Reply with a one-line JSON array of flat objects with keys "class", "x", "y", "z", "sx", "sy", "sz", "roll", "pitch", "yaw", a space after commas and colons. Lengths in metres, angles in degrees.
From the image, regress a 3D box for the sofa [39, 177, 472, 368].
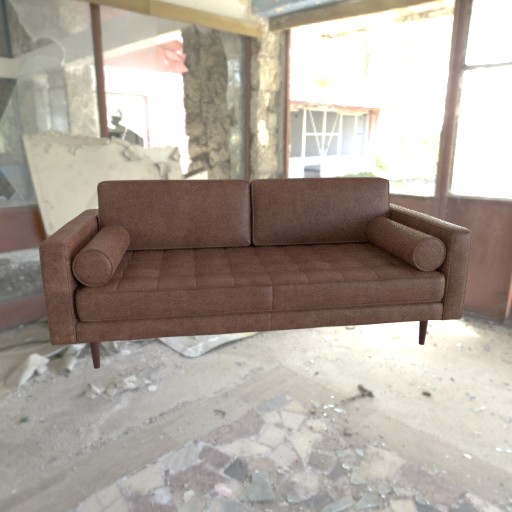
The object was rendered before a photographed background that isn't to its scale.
[{"class": "sofa", "x": 0.000, "y": 0.000, "z": 2.309, "sx": 1.870, "sy": 0.760, "sz": 0.910, "roll": -2, "pitch": 15, "yaw": -8}]
